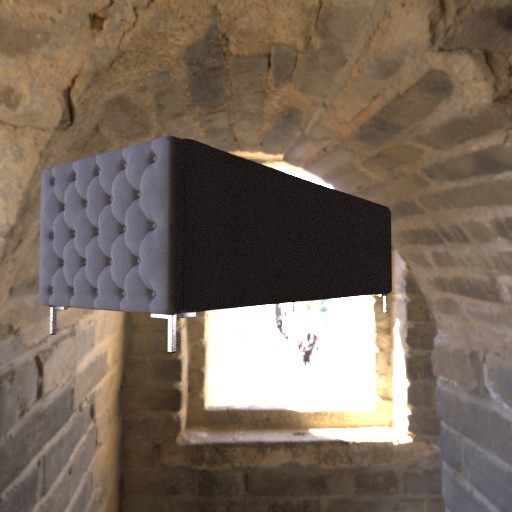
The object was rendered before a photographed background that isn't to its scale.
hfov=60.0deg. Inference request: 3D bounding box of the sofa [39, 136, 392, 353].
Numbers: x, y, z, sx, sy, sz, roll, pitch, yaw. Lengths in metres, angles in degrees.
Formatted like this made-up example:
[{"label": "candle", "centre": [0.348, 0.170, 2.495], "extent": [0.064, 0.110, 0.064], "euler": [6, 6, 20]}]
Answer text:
[{"label": "sofa", "centre": [0.000, 0.000, 2.630], "extent": [0.895, 0.771, 2.209], "euler": [-2, -3, 37]}]
